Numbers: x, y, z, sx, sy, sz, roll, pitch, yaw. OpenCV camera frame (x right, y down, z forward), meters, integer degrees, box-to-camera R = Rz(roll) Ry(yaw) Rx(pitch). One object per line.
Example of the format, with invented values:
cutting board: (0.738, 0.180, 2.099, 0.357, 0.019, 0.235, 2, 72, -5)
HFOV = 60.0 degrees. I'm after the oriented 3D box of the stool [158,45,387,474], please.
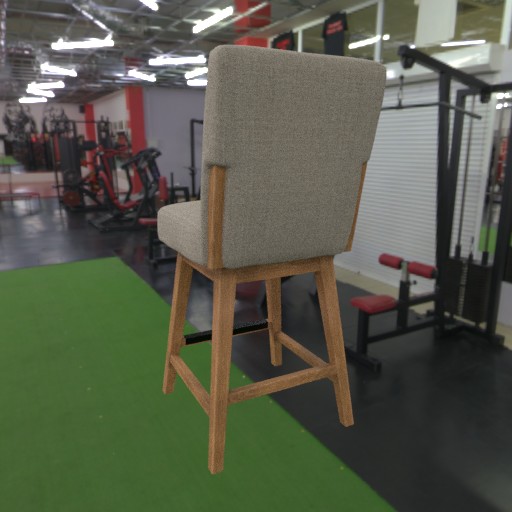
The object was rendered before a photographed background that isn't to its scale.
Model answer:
stool: (0.000, 0.000, 1.281, 0.459, 1.010, 0.526, -7, 16, -27)
